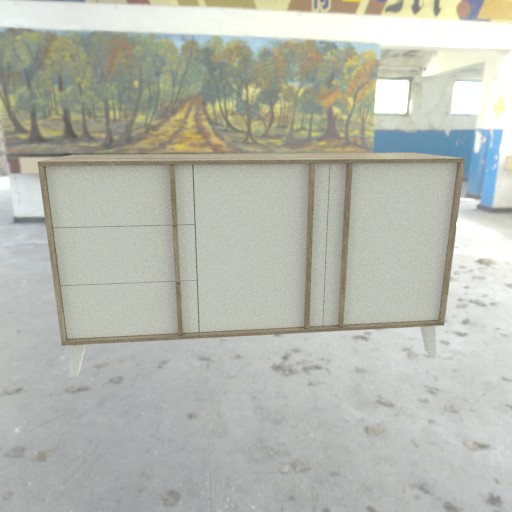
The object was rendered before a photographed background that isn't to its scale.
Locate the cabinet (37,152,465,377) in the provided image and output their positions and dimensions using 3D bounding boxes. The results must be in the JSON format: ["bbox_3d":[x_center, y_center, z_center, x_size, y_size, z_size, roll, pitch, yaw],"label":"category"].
[{"bbox_3d":[0.000,0.000,1.981,1.600,0.870,0.450,-2,16,-7],"label":"cabinet"}]
